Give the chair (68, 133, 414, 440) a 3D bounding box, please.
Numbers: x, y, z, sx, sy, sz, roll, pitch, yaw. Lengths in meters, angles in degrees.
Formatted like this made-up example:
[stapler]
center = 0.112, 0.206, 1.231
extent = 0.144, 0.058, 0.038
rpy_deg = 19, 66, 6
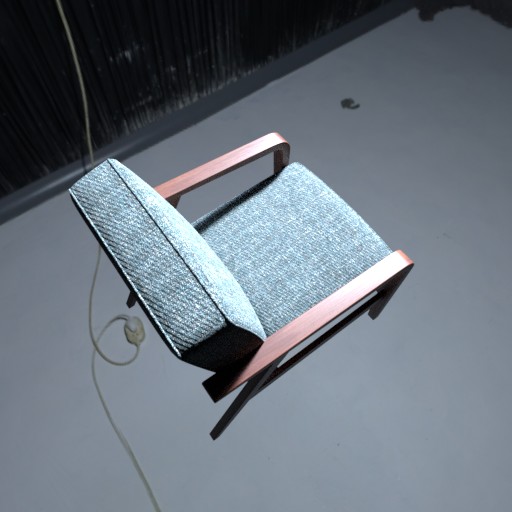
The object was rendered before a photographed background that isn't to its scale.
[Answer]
[chair]
center = 0.000, 0.000, 1.533
extent = 0.889, 0.864, 0.719
rpy_deg = -32, 65, -17
